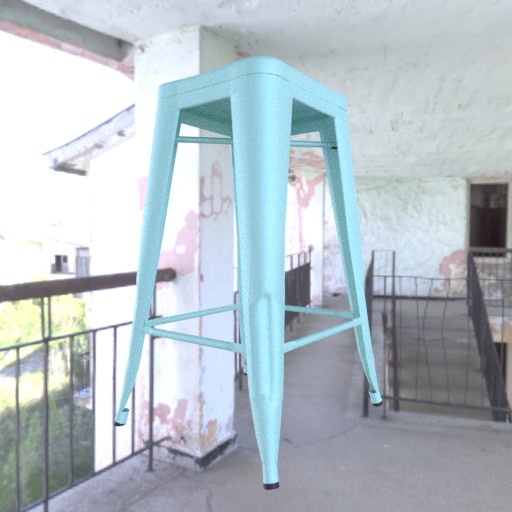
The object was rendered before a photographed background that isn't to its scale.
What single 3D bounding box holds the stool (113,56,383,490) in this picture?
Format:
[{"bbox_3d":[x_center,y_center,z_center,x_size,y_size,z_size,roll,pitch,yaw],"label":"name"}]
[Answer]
[{"bbox_3d":[0.000,0.000,0.839,0.359,0.609,0.399,2,3,37],"label":"stool"}]
